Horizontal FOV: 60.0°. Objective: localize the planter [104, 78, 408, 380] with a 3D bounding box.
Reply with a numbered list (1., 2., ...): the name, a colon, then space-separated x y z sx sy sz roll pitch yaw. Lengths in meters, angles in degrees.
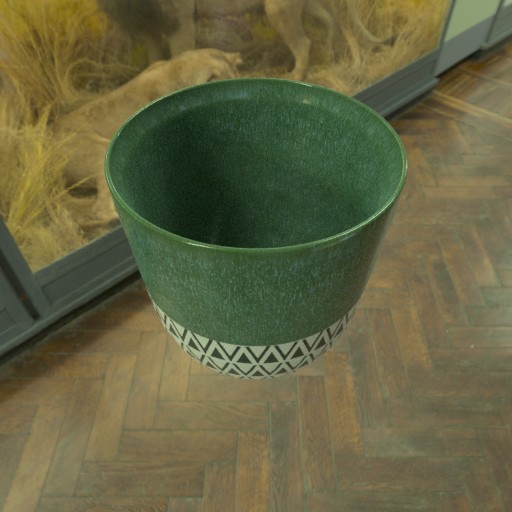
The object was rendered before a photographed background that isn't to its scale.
1. planter: 0.000 0.000 0.369 0.195 0.214 0.195 0 47 0
